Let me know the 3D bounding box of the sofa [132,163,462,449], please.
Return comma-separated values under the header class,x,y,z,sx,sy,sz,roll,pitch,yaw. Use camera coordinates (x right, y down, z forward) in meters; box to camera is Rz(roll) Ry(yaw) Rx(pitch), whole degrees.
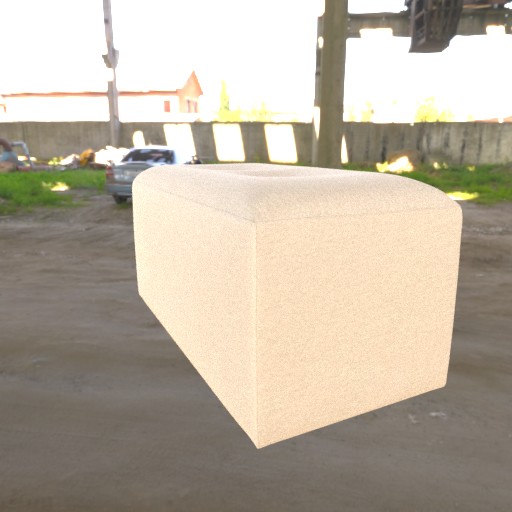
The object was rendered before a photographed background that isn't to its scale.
class,x,y,z,sx,sy,sz,roll,pitch,yaw
sofa,0.000,0.000,1.206,0.480,0.470,0.930,-7,16,-26
